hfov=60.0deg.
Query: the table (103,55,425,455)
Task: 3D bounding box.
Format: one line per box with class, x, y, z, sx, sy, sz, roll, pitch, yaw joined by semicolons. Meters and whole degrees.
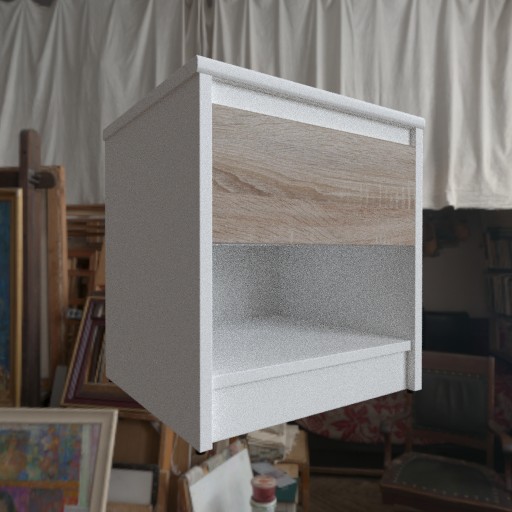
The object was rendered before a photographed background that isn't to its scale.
table;0.000;0.000;0.775;0.420;0.460;0.380;0;1;-34
